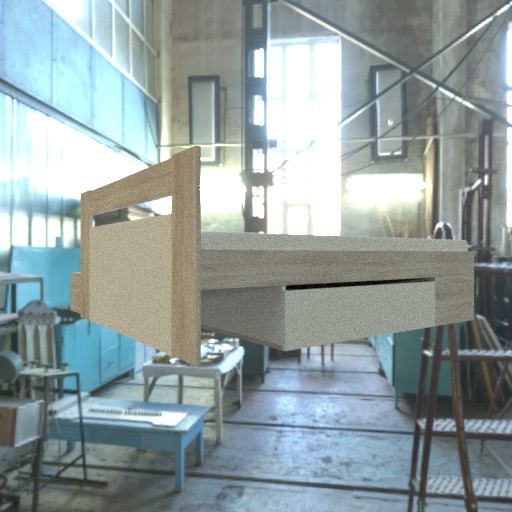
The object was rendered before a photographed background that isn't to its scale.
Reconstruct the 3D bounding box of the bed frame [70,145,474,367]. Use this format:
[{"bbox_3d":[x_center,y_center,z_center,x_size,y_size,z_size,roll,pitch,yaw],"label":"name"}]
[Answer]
[{"bbox_3d":[0.000,0.000,3.128,2.050,0.860,2.040,0,0,-36],"label":"bed frame"}]
